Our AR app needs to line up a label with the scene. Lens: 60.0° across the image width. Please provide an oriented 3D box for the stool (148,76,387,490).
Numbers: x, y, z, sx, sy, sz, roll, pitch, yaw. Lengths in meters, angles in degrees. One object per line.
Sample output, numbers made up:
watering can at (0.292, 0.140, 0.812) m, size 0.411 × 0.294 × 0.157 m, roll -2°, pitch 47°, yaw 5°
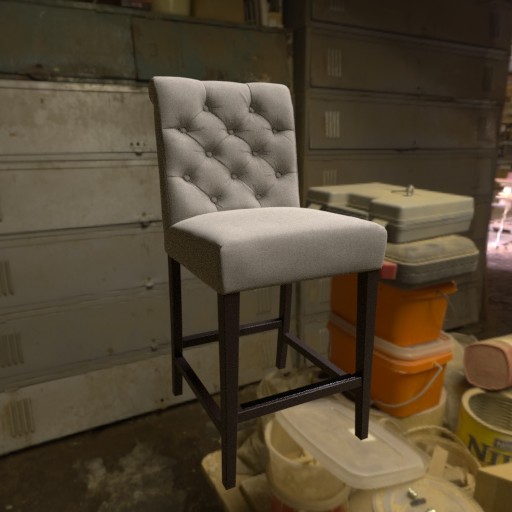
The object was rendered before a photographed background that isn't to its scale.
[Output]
stool at (0.000, 0.000, 1.329) m, size 0.493 × 1.040 × 0.601 m, roll -7°, pitch 16°, yaw -26°
